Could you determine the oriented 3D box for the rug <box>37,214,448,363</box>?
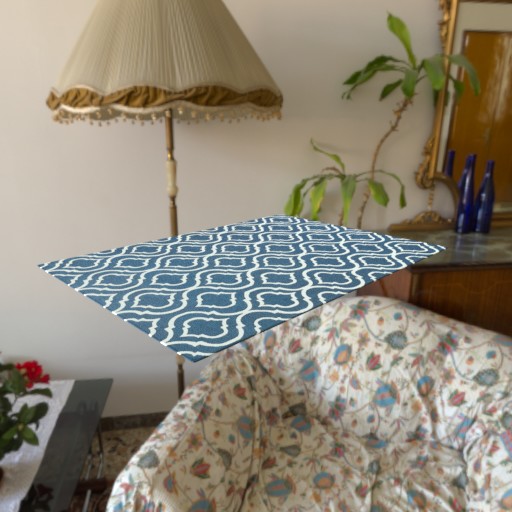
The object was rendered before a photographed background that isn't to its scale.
[{"bbox_3d":[0.000,0.000,4.430,3.353,0.010,2.438,-16,23,-42],"label":"rug"}]
